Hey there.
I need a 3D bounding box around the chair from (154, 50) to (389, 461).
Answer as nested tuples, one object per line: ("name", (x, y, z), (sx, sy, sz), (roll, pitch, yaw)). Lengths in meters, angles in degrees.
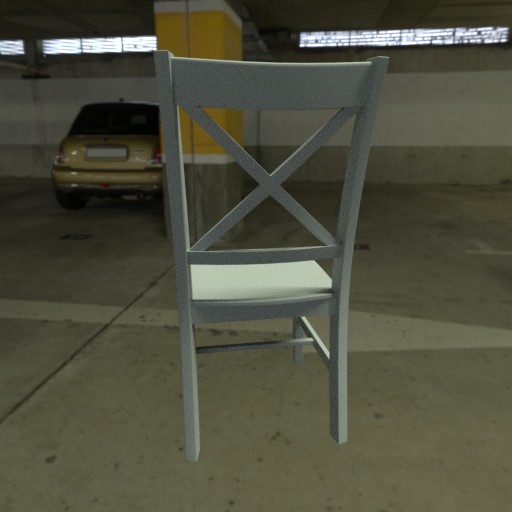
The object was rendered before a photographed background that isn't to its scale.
("chair", (0.000, 0.000, 1.260), (0.485, 0.983, 0.542), (-3, 16, -9))
